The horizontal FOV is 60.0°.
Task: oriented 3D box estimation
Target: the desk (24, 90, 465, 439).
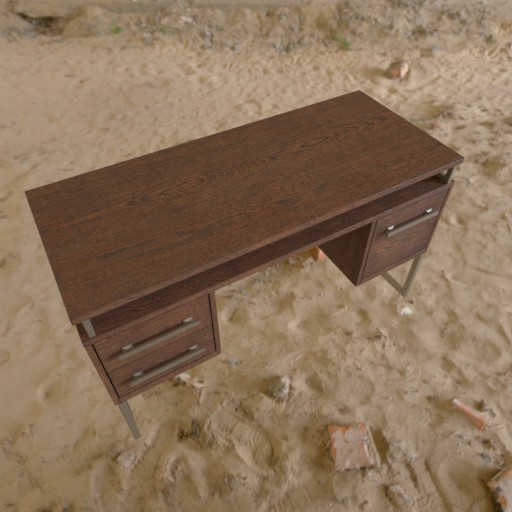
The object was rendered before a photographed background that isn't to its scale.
[{"bbox_3d":[0.000,0.000,1.783,1.384,0.792,0.610,-23,51,-20],"label":"desk"}]
